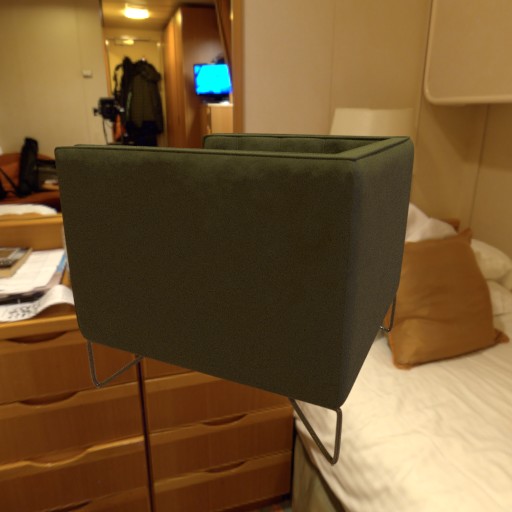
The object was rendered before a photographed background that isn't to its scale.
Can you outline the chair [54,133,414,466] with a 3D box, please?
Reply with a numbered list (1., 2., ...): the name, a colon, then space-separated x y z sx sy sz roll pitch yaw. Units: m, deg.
1. chair: 0.000 0.000 1.546 0.894 0.790 0.880 9 20 24
